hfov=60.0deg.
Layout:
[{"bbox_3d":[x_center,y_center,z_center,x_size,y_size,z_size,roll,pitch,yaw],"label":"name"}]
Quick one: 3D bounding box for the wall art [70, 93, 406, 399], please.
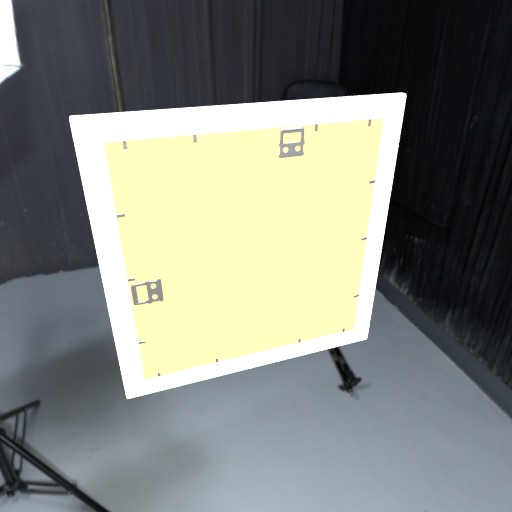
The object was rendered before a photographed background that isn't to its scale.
[{"bbox_3d":[0.000,0.000,0.883,0.584,0.584,0.013,-10,31,-17],"label":"wall art"}]
